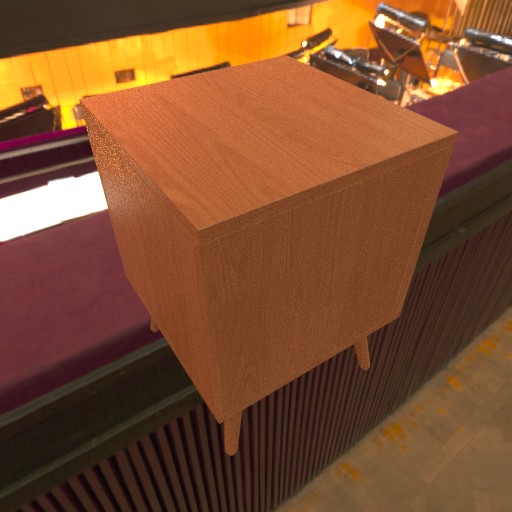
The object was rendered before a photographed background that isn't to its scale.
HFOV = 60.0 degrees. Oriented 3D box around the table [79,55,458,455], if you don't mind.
[{"bbox_3d":[0.000,0.000,0.829,0.400,0.550,0.400,-23,46,-24],"label":"table"}]
